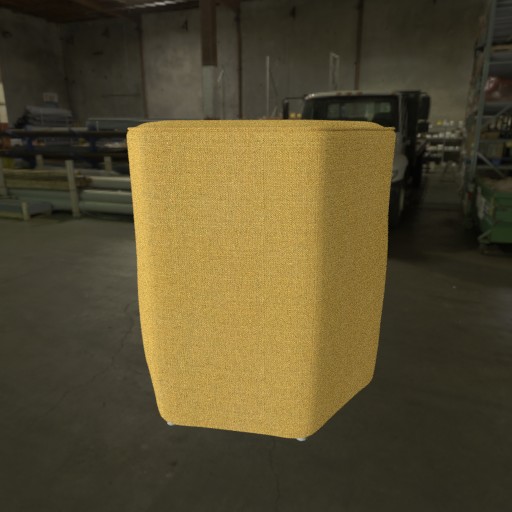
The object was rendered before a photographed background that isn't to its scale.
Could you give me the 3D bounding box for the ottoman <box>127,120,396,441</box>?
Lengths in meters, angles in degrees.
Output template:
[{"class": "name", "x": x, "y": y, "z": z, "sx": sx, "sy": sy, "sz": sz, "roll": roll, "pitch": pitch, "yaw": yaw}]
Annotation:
[{"class": "ottoman", "x": 0.000, "y": 0.000, "z": 0.866, "sx": 0.494, "sy": 0.502, "sz": 0.443, "roll": 3, "pitch": 16, "yaw": 10}]
